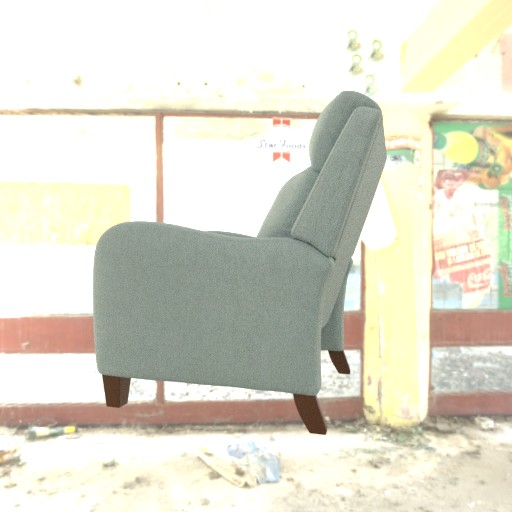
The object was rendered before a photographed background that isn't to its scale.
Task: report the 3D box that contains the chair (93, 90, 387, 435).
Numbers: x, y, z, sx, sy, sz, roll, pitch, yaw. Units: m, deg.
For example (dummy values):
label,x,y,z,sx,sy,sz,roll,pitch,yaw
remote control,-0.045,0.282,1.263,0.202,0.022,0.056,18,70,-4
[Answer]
label,x,y,z,sx,sy,sz,roll,pitch,yaw
chair,0.000,0.000,1.766,0.988,1.067,0.785,0,0,18
